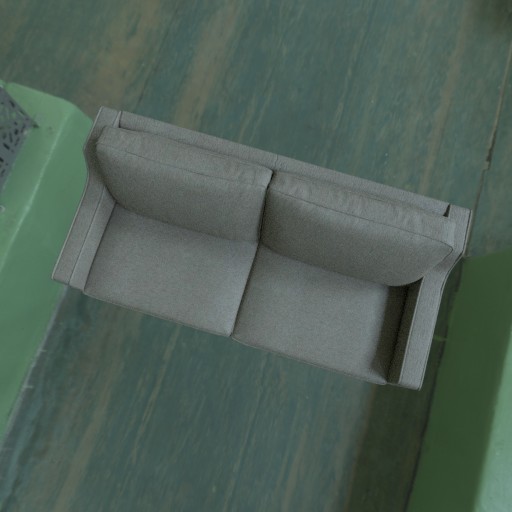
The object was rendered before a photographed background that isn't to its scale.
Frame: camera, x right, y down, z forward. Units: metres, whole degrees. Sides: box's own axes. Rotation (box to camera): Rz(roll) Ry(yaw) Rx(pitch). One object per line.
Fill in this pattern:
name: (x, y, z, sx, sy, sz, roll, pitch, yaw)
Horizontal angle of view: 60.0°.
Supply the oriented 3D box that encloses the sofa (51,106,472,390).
sofa: (0.000, 0.000, 2.739, 2.181, 1.074, 1.073, 16, 79, 3)
